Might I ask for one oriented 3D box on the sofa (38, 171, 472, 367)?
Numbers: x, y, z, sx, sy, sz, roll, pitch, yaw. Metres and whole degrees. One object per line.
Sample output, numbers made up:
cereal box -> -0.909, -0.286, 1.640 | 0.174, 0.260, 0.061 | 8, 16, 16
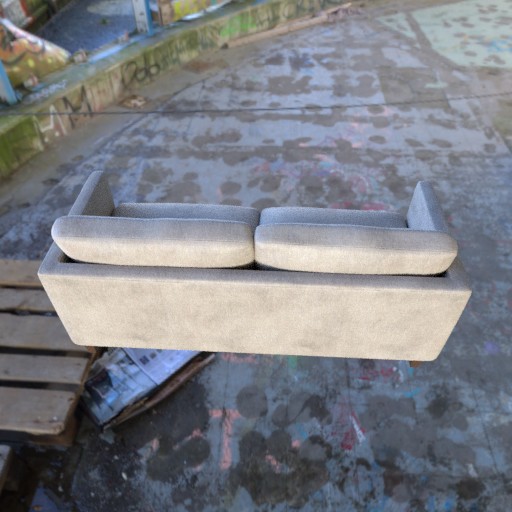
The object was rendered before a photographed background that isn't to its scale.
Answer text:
sofa -> 0.000, 0.000, 2.720 | 2.208, 0.965, 0.951 | 2, 45, 2
